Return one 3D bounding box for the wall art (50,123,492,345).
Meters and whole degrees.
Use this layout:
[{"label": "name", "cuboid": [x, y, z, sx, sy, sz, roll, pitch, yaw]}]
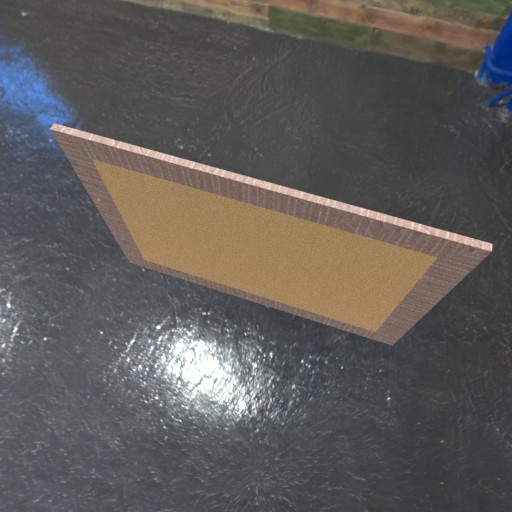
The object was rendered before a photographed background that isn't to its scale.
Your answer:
[{"label": "wall art", "cuboid": [0.000, 0.000, 1.353, 1.056, 0.761, 0.020, 17, 65, 8]}]
